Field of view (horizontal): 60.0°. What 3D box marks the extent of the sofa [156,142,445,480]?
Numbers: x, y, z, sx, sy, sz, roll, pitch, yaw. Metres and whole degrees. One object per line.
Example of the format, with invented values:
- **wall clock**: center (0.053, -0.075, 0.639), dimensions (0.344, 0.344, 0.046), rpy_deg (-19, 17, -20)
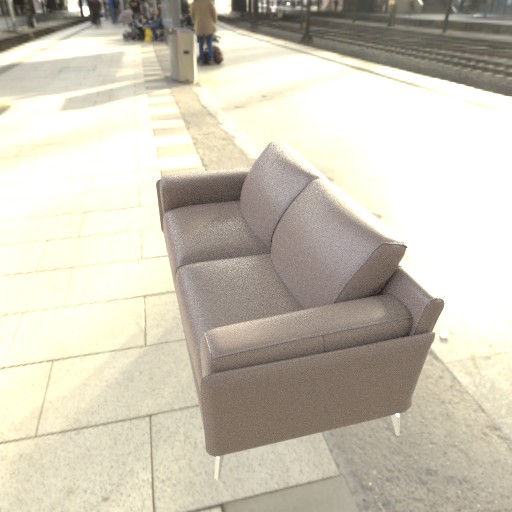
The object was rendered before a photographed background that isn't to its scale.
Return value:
- **sofa**: center (0.000, 0.000, 2.568), dimensions (1.049, 0.930, 2.101), rpy_deg (-8, 31, -14)
